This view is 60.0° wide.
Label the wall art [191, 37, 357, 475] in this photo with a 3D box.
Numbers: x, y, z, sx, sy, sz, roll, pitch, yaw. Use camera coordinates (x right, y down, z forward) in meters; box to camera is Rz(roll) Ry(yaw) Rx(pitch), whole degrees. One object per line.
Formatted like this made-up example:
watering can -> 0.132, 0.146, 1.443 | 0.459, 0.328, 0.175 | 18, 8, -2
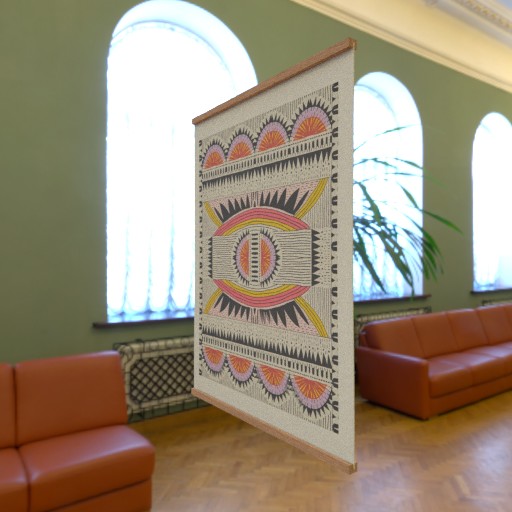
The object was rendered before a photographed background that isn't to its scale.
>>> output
wall art -> 0.000, 0.000, 1.340 | 0.028, 1.016, 0.765 | 0, 0, -37
